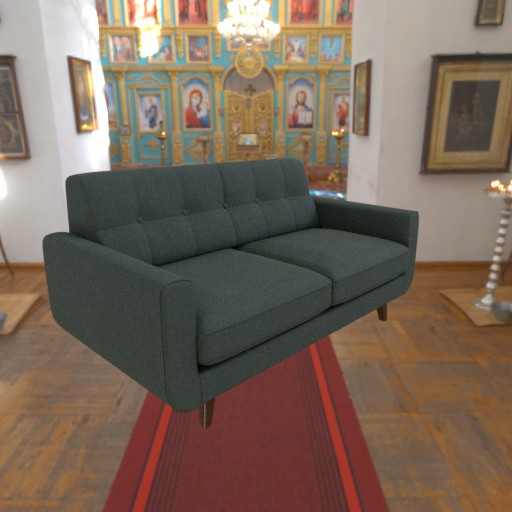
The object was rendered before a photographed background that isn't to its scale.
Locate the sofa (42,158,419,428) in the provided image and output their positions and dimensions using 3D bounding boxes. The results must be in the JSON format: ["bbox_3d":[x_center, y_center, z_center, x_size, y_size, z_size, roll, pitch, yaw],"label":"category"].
[{"bbox_3d":[0.000,0.000,2.123,0.909,0.841,1.631,15,22,42],"label":"sofa"}]
